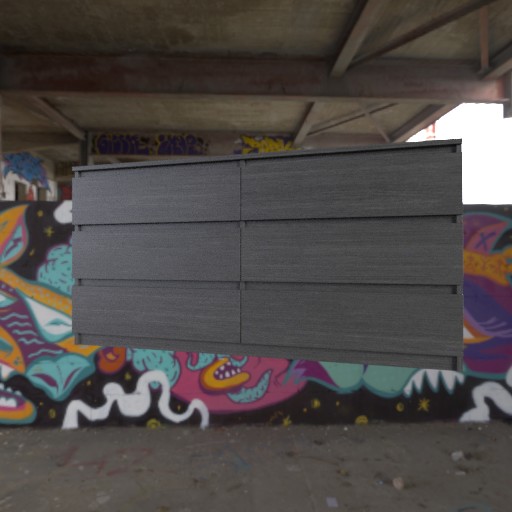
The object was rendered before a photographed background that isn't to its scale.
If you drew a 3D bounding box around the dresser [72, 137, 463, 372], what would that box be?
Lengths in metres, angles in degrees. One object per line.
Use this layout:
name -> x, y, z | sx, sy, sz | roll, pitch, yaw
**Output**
dresser -> 0.000, 0.000, 1.923 | 1.590, 0.795, 0.400 | 0, 0, 17
